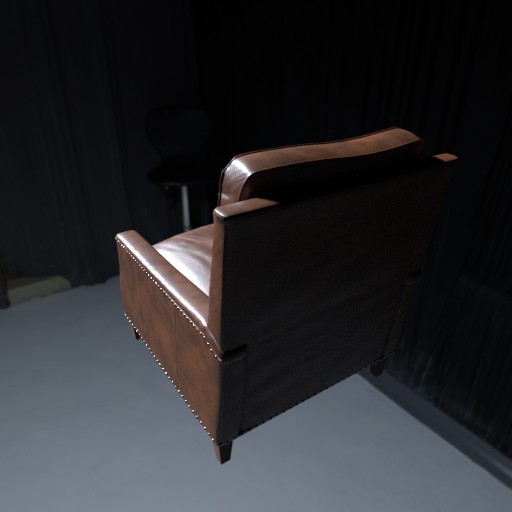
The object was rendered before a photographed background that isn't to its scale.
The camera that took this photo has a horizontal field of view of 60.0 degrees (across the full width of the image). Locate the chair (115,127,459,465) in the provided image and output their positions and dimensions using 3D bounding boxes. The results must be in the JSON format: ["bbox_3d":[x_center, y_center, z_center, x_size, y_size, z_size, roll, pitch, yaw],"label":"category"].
[{"bbox_3d":[0.000,0.000,1.753,0.854,1.054,1.035,-17,32,-30],"label":"chair"}]
